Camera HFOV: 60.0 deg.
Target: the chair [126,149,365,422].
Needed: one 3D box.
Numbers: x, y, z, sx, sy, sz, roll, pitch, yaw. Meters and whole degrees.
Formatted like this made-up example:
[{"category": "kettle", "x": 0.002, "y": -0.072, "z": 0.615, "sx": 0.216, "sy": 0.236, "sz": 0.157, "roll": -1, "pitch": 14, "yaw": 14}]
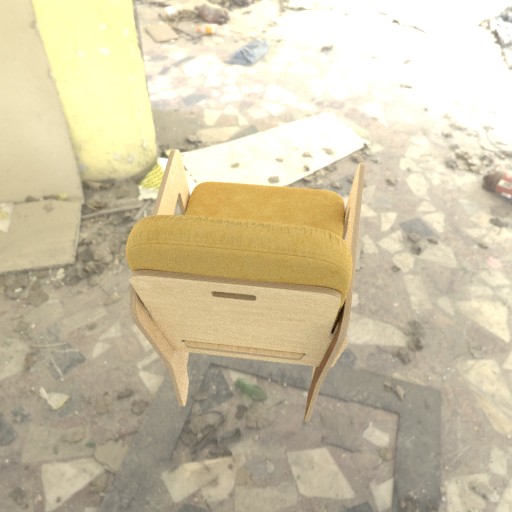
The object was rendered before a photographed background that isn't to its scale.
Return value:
[{"category": "chair", "x": 0.000, "y": 0.000, "z": 1.295, "sx": 0.590, "sy": 0.800, "sz": 0.710, "roll": 5, "pitch": 47, "yaw": 5}]
